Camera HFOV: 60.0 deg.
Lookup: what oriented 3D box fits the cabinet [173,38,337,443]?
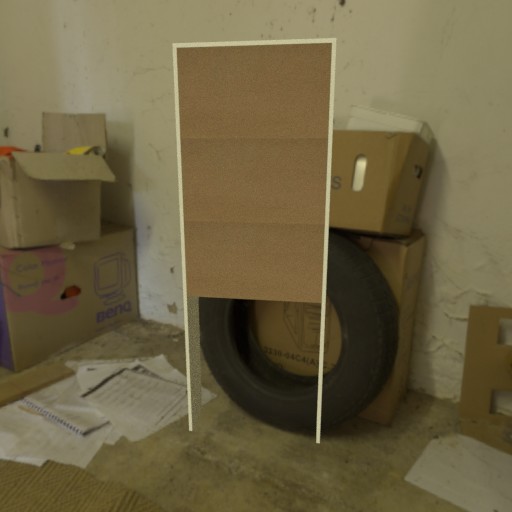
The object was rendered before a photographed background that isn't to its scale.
[{"bbox_3d":[0.000,0.000,2.030,0.643,1.770,0.192,2,15,8],"label":"cabinet"}]
